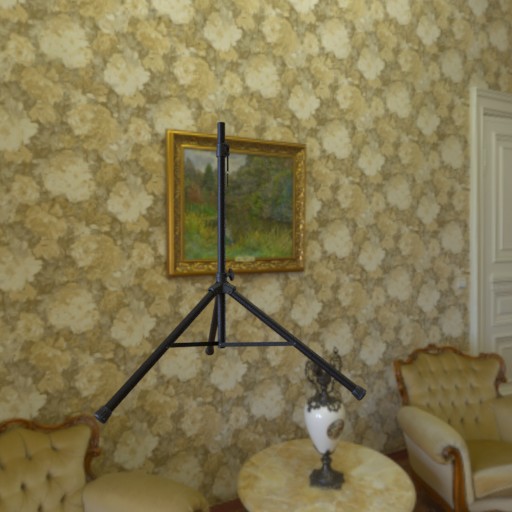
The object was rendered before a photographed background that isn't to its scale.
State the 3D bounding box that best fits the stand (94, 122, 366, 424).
[{"bbox_3d":[0.000,0.000,1.863,0.907,1.136,1.045,0,1,17],"label":"stand"}]
